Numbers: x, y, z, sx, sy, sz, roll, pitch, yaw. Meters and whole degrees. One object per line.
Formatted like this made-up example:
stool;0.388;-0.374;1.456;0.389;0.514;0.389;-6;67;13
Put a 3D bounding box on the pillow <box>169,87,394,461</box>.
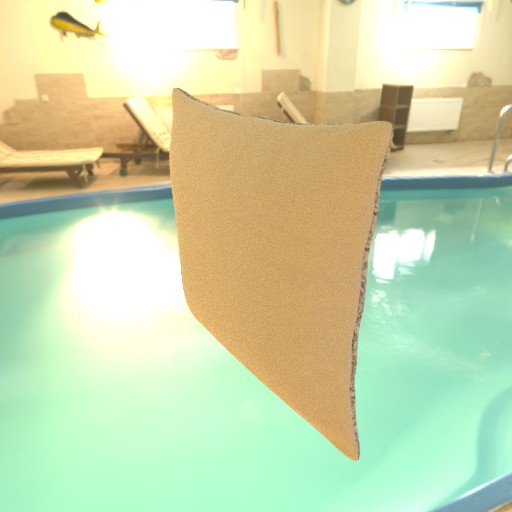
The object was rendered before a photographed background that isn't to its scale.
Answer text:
pillow;0.000;0.000;0.761;0.166;0.510;0.523;-17;30;-32
